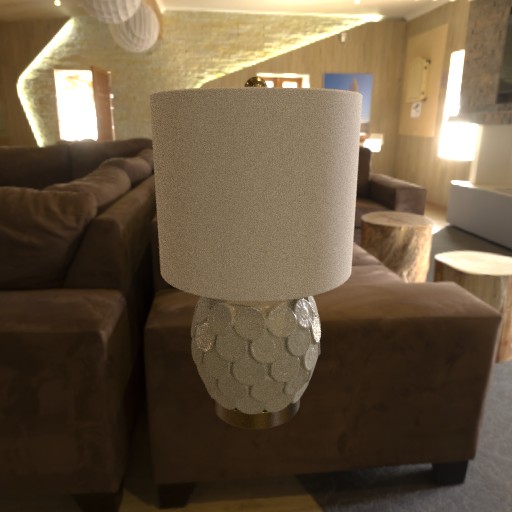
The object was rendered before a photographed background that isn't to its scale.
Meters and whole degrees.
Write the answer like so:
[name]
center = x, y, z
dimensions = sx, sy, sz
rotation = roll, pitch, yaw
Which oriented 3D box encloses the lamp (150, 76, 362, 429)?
[lamp]
center = 0.000, 0.000, 0.600
dimensions = 0.254, 0.452, 0.254
rotation = 0, 16, 0
